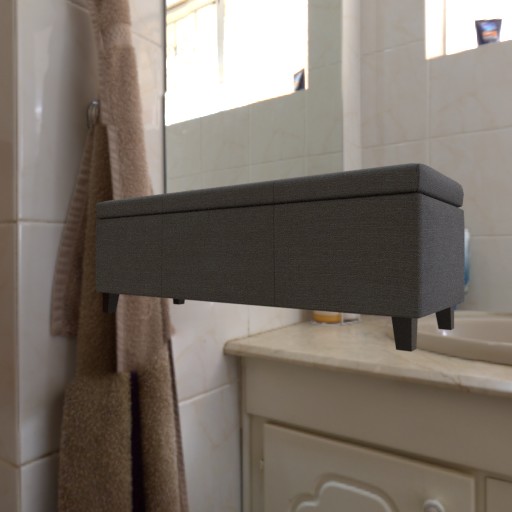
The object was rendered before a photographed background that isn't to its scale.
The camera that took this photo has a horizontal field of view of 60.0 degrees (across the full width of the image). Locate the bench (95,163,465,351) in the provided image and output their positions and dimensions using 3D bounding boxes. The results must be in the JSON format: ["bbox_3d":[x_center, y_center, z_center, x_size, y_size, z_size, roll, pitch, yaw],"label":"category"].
[{"bbox_3d":[0.000,0.000,1.530,1.269,0.438,0.446,0,0,37],"label":"bench"}]
